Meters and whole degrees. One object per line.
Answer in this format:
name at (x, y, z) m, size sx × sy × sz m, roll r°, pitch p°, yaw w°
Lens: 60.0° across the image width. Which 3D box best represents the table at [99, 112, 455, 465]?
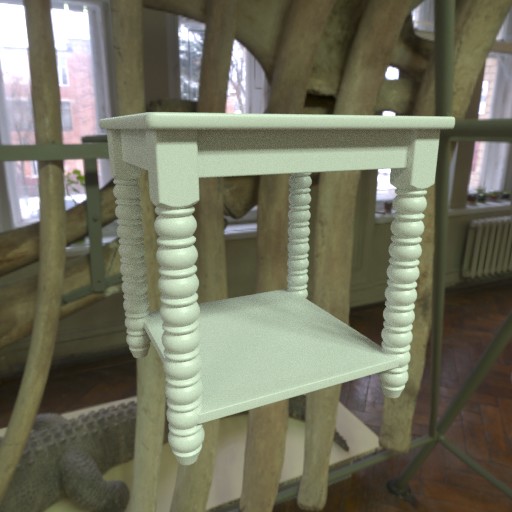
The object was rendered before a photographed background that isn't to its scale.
table at (0.000, 0.000, 0.947) m, size 0.533 × 0.563 × 0.500 m, roll -7°, pitch 18°, yaw -24°
